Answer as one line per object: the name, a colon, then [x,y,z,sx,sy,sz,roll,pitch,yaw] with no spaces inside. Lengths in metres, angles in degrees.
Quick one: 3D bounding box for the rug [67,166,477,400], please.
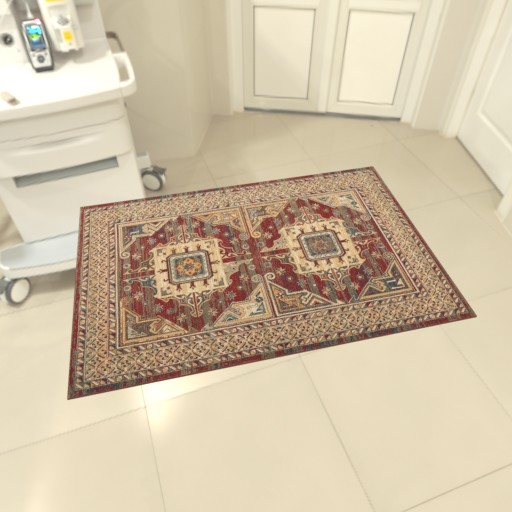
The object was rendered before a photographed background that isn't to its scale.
rug: [0.000,0.000,5.817,4.578,0.033,3.033,-9,47,-9]
